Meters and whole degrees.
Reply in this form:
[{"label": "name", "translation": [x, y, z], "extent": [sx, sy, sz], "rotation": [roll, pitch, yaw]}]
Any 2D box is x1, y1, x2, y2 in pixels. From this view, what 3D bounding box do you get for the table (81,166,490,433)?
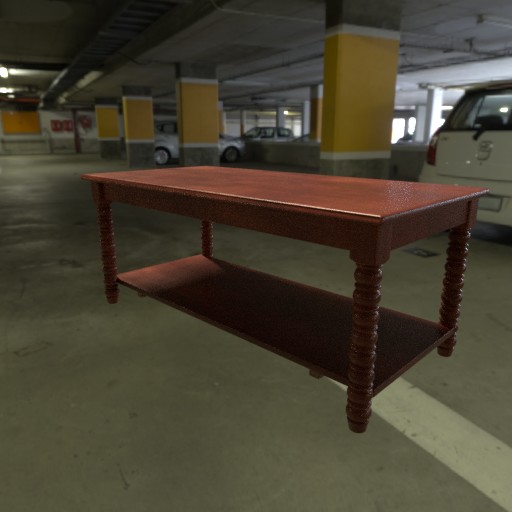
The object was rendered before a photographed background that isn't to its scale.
[{"label": "table", "translation": [0.000, 0.000, 1.428], "extent": [1.171, 0.485, 0.580], "rotation": [15, 21, 42]}]
